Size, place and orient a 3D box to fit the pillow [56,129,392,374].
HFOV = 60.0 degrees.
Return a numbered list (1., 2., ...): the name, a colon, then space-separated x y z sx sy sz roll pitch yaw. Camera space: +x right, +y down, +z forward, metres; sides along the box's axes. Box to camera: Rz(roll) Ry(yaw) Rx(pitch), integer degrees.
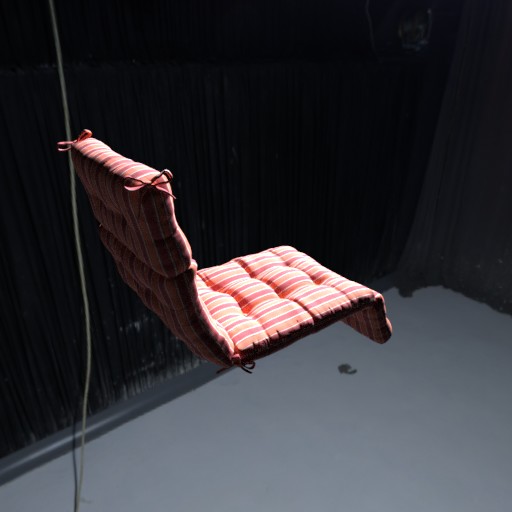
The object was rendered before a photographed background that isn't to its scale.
1. pillow: 0.000 0.000 1.493 1.016 0.863 0.526 -18 32 -32
